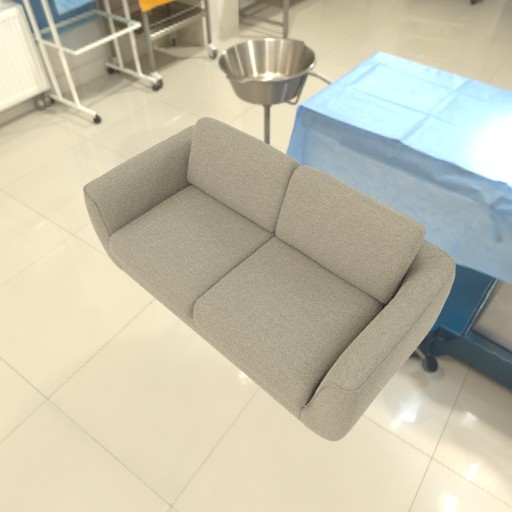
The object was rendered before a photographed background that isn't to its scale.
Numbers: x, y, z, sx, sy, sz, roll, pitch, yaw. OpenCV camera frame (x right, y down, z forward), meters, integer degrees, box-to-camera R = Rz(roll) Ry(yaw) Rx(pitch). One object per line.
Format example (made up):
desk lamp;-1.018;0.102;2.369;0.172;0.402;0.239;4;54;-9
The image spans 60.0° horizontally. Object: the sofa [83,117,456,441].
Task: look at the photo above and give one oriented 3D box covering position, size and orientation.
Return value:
sofa;0.000;0.000;2.224;1.700;0.850;0.920;34;56;27
